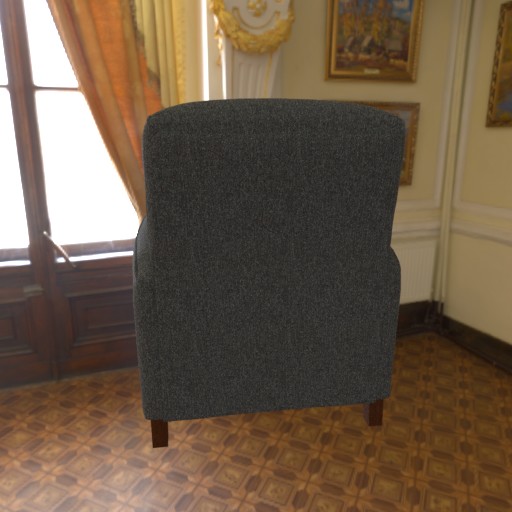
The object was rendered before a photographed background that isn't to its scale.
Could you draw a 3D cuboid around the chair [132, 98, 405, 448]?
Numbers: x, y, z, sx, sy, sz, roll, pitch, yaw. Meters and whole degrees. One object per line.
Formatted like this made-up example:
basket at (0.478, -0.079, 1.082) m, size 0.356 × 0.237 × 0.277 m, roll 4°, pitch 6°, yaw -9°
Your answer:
chair at (0.000, 0.000, 1.597) m, size 0.839 × 1.016 × 0.850 m, roll -2°, pitch 15°, yaw -8°
